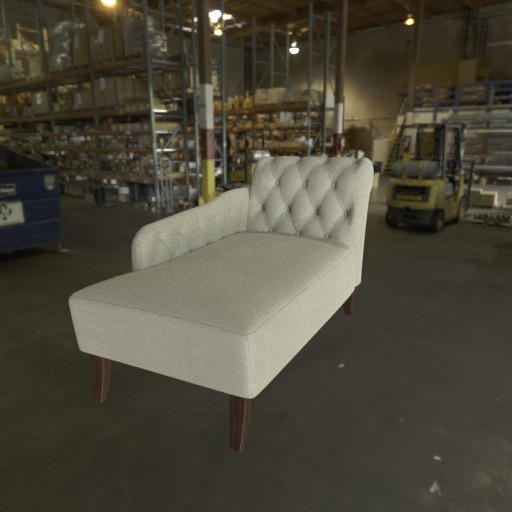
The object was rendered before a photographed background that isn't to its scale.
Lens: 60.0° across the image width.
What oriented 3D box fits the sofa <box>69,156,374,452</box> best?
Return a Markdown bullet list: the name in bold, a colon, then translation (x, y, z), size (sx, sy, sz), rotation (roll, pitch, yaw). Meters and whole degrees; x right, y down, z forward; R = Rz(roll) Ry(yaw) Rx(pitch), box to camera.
- **sofa**: translation (0.000, 0.000, 1.862), size (0.675, 0.787, 1.379), rotation (7, 16, 27)
